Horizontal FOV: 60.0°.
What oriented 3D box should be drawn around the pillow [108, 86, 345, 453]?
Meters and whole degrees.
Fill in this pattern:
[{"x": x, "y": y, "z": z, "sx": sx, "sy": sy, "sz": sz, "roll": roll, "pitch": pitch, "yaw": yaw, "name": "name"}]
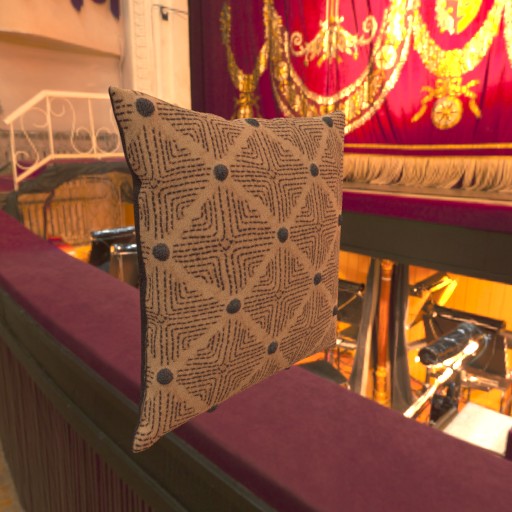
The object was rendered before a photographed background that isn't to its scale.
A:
[{"x": 0.000, "y": 0.000, "z": 0.767, "sx": 0.145, "sy": 0.510, "sz": 0.510, "roll": 13, "pitch": 18, "yaw": 43, "name": "pillow"}]
